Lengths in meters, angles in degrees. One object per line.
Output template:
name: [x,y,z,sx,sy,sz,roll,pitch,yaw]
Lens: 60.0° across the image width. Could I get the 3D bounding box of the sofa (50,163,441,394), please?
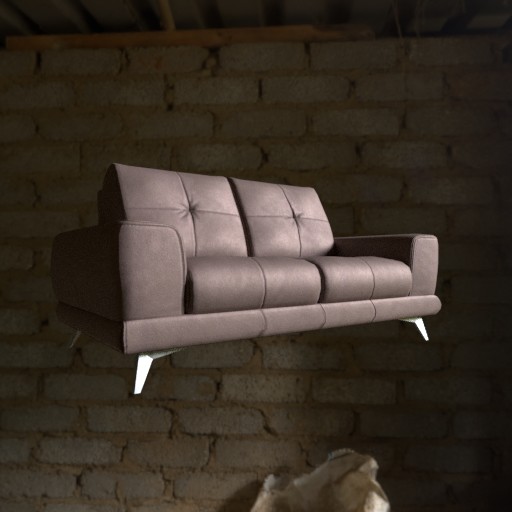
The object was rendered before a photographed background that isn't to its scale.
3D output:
sofa: [0.000,0.000,2.294,1.806,0.907,1.018,0,0,-36]
